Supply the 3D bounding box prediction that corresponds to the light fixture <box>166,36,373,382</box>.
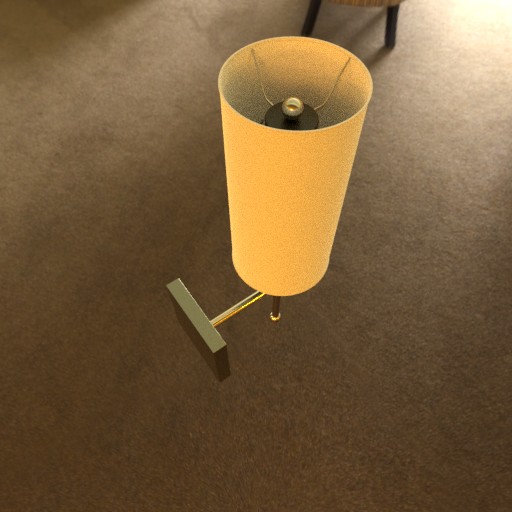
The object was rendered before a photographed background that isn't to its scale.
[{"bbox_3d":[0.000,0.000,0.548,0.208,0.462,0.128,-31,62,-19],"label":"light fixture"}]
